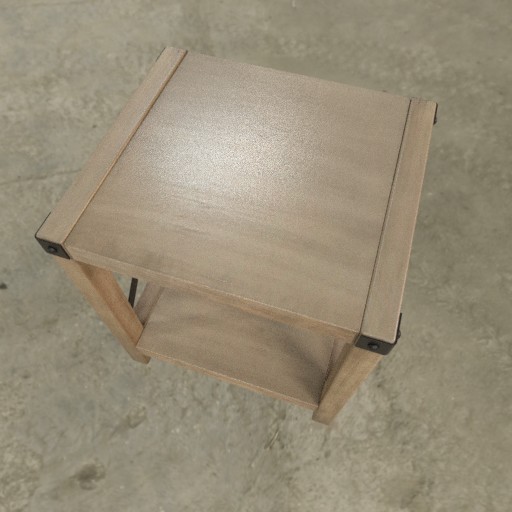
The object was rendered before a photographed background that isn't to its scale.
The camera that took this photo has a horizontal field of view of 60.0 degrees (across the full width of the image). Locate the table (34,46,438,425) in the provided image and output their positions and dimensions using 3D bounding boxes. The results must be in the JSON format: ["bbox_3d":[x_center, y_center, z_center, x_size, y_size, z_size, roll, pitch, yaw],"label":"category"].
[{"bbox_3d":[0.000,0.000,0.912,0.510,0.561,0.459,16,61,9],"label":"table"}]
